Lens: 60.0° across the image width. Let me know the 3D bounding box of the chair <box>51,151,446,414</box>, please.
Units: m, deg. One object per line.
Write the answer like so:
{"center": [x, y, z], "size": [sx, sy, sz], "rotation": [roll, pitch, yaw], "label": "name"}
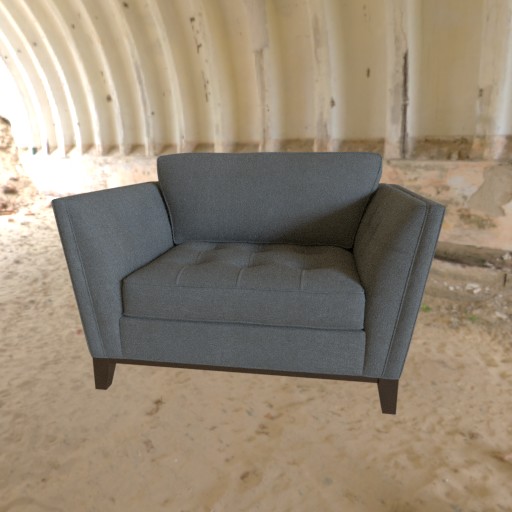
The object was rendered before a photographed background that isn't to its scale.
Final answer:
{"center": [0.000, 0.000, 2.065], "size": [1.396, 0.942, 0.965], "rotation": [2, 14, 8], "label": "chair"}
